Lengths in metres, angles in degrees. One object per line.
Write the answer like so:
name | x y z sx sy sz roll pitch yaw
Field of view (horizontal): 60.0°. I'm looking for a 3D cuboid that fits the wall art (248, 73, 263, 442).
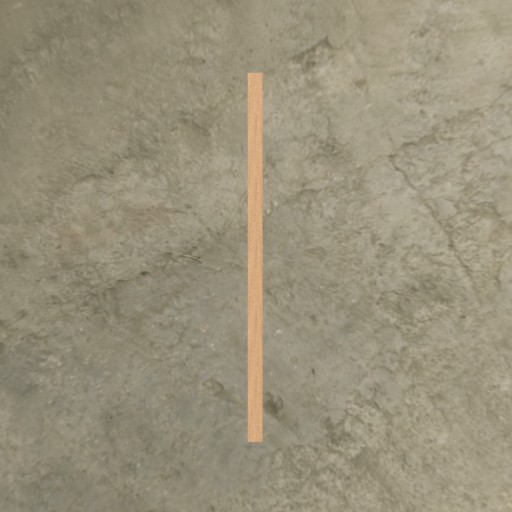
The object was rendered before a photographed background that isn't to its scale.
wall art | 0.000 0.000 0.787 0.016 0.611 0.401 0 90 0
